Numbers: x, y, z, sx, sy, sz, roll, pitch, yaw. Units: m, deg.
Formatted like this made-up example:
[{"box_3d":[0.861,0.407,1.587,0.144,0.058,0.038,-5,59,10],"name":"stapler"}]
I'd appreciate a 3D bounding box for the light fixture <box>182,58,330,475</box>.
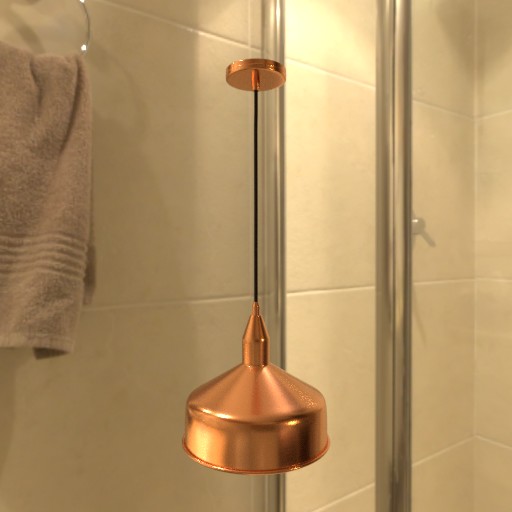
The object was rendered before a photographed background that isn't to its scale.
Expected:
[{"box_3d":[0.000,0.000,0.908,0.301,0.754,0.301,0,1,17],"name":"light fixture"}]
